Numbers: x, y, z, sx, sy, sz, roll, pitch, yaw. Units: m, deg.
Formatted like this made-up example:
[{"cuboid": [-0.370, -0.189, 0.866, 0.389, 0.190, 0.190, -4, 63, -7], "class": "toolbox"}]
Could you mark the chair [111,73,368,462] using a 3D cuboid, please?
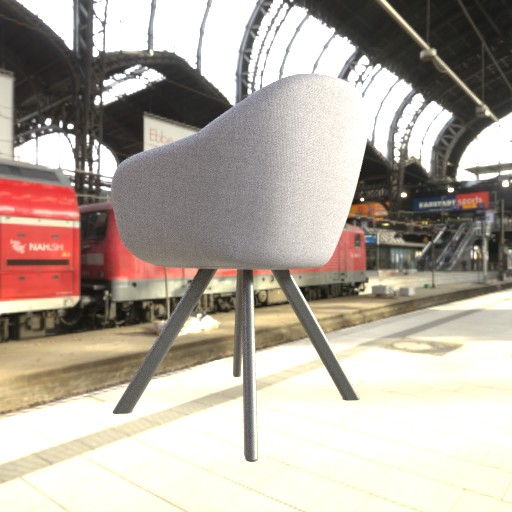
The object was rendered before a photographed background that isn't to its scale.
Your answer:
[{"cuboid": [0.000, 0.000, 1.155, 0.550, 0.795, 0.590, 0, -1, 37], "class": "chair"}]
